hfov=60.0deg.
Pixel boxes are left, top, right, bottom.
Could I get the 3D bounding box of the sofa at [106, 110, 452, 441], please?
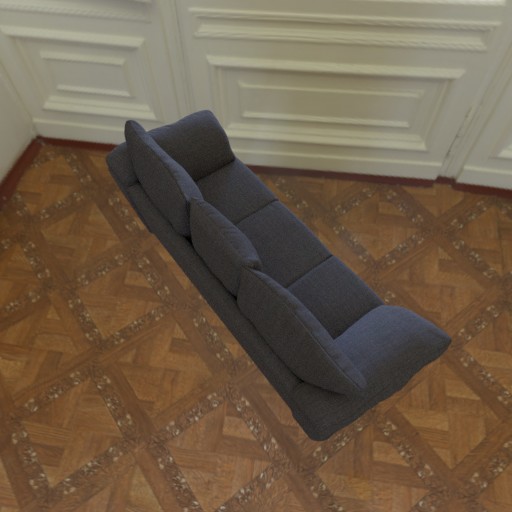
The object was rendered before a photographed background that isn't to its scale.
[{"bbox_3d":[0.000,0.000,2.869,0.883,1.080,2.336,-33,65,-18],"label":"sofa"}]
